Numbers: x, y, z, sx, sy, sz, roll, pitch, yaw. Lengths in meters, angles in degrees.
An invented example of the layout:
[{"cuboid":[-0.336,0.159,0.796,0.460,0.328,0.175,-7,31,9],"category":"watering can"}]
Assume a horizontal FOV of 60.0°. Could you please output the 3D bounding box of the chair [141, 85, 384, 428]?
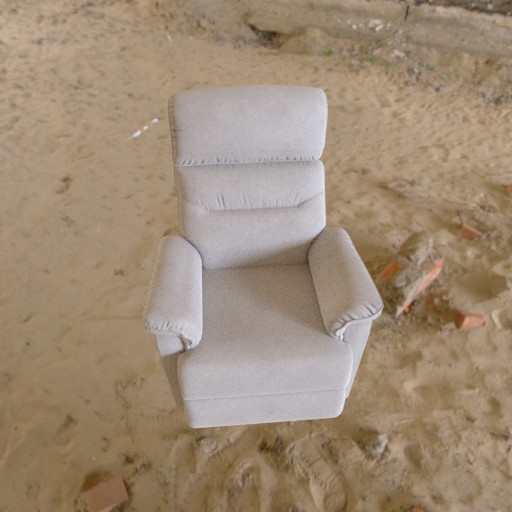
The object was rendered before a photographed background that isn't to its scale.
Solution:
[{"cuboid":[0.000,0.000,1.788,0.820,1.039,1.001,-3,44,-3],"category":"chair"}]
